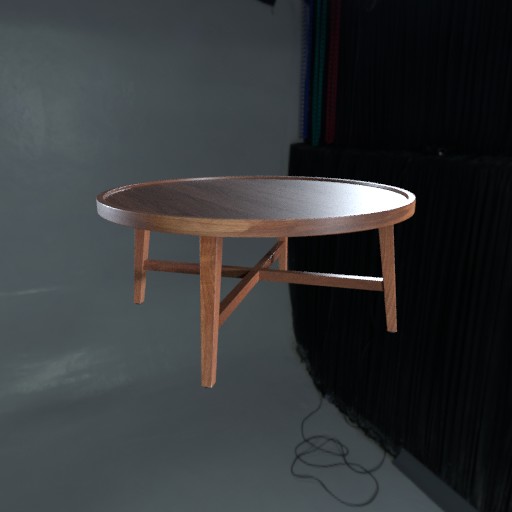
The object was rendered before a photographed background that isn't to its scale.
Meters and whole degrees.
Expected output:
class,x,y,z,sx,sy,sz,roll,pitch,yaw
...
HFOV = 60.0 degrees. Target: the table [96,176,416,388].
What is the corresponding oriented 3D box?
class,x,y,z,sx,sy,sz,roll,pitch,yaw
table,0.000,0.000,1.224,0.800,0.360,0.800,0,16,0
